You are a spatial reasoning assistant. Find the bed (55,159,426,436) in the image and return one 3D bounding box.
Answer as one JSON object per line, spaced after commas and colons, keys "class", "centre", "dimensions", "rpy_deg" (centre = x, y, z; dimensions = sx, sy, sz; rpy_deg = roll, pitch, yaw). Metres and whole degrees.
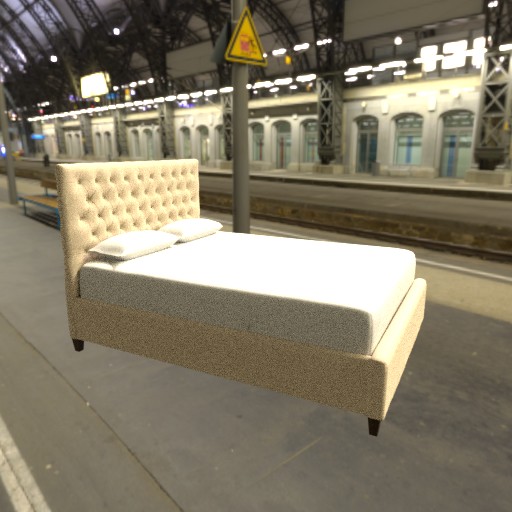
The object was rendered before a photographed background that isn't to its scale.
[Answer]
{"class": "bed", "centre": [0.000, 0.000, 3.473], "dimensions": [2.387, 1.427, 1.698], "rpy_deg": [7, 15, 26]}
